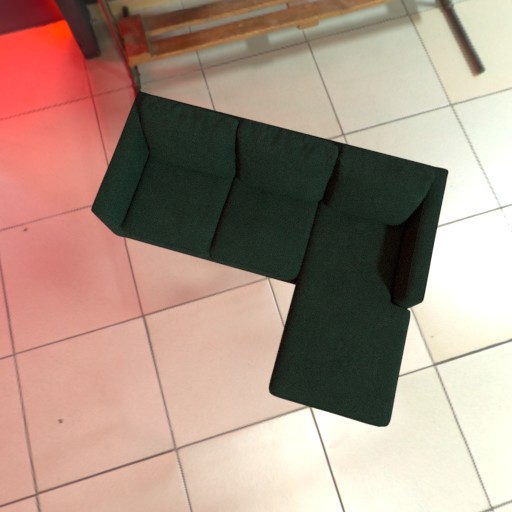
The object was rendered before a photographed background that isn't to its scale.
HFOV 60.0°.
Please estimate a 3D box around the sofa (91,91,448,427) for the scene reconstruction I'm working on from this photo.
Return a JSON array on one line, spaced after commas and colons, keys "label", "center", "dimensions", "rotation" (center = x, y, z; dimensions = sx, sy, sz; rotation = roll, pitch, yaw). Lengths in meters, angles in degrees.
[{"label": "sofa", "center": [0.000, 0.000, 2.812], "dimensions": [2.030, 0.899, 1.580], "rotation": [15, 76, 4]}]
